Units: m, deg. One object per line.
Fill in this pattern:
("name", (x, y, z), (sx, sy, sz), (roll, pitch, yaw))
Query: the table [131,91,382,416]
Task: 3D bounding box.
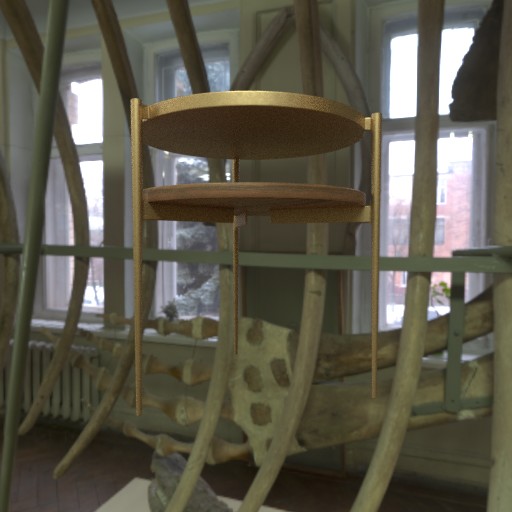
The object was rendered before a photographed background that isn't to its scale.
("table", (0.000, 0.000, 0.842), (0.456, 0.493, 0.430), (1, 2, 19))
